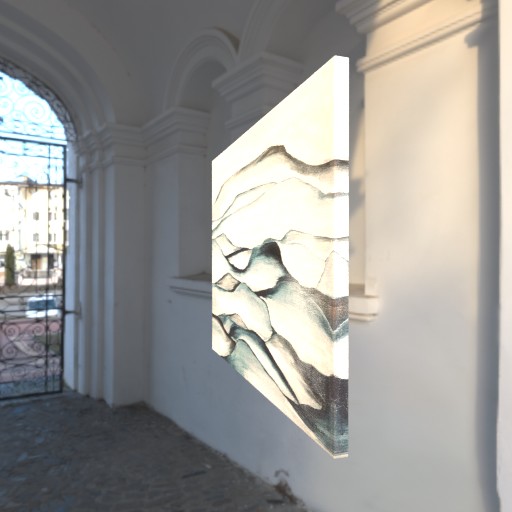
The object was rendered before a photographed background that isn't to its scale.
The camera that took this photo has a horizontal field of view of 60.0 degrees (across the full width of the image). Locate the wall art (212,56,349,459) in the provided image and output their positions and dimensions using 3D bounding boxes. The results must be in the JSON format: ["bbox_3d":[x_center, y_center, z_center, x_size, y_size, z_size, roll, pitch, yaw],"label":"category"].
[{"bbox_3d":[0.000,0.000,1.585,0.039,0.915,1.219,0,0,-19],"label":"wall art"}]
